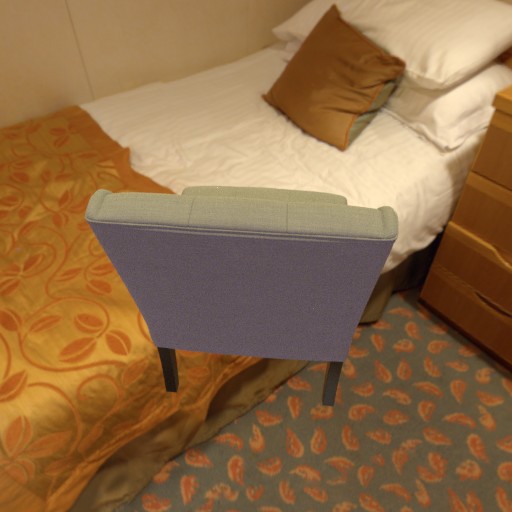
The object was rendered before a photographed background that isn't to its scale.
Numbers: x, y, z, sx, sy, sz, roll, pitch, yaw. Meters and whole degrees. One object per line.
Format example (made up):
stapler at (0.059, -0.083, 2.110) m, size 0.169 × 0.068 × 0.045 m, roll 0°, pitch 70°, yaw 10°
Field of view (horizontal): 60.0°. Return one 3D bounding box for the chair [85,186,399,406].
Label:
chair at (0.000, 0.000, 1.287) m, size 0.569 × 0.853 × 0.676 m, roll 4°, pitch 46°, yaw 4°
